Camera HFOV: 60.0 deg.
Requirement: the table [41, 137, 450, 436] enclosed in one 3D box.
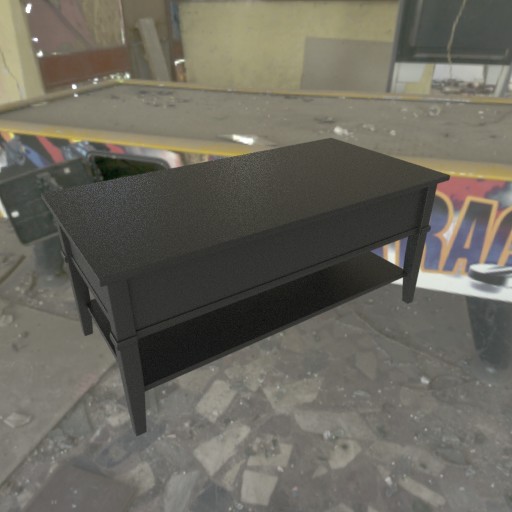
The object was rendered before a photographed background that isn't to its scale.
[{"bbox_3d":[0.000,0.000,1.371,1.044,0.470,0.523,-18,34,-29],"label":"table"}]
